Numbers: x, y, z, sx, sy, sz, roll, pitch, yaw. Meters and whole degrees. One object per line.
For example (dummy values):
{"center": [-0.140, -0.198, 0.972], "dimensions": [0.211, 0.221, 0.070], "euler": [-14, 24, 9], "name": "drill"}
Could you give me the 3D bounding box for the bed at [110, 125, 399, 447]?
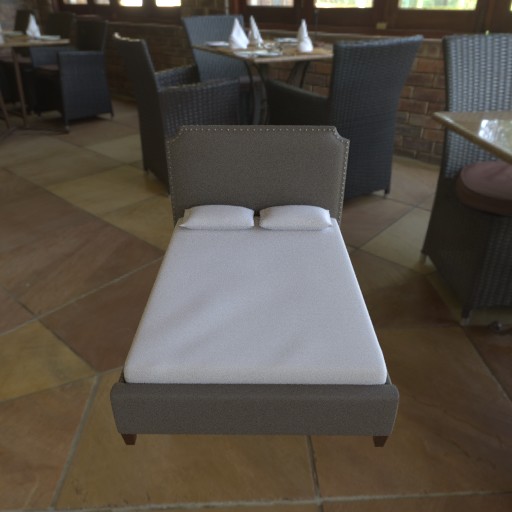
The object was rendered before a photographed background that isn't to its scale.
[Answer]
{"center": [0.000, 0.000, 3.433], "dimensions": [1.712, 1.443, 2.372], "euler": [0, 30, 0], "name": "bed"}
